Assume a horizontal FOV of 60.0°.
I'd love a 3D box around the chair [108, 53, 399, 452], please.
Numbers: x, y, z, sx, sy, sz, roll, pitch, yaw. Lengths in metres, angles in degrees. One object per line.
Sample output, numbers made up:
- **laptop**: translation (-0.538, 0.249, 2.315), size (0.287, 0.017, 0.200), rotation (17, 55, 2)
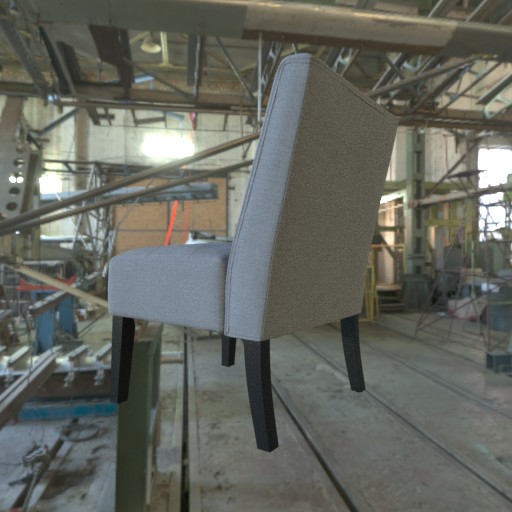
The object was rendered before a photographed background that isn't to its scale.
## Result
- **chair**: translation (0.000, 0.000, 1.307), size (0.676, 0.853, 0.569), rotation (0, 1, 36)
